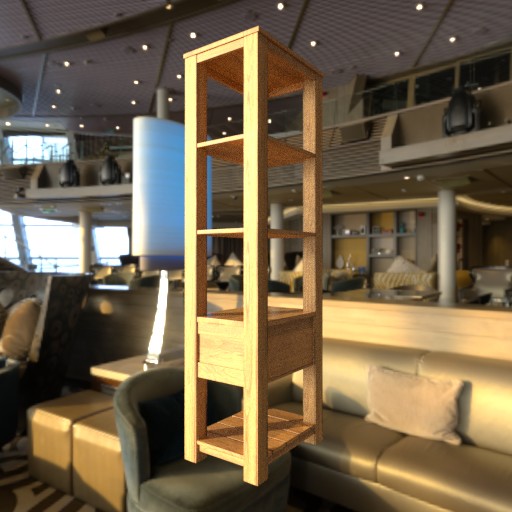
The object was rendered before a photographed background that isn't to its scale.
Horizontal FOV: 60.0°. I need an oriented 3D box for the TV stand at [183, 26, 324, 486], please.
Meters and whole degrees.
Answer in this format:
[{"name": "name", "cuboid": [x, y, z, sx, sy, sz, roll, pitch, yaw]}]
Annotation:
[{"name": "TV stand", "cuboid": [0.000, 0.000, 2.108, 0.435, 1.828, 0.565, 0, 0, 36]}]
